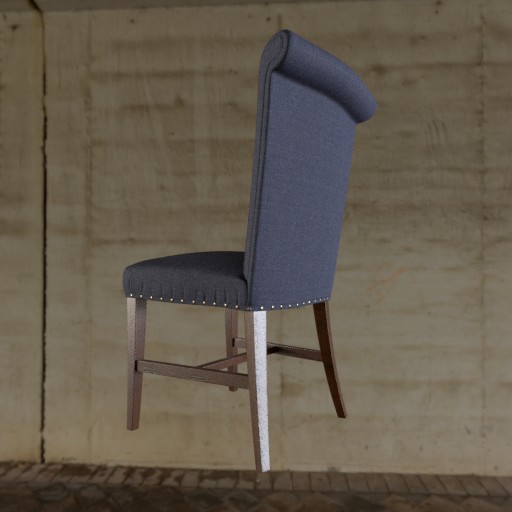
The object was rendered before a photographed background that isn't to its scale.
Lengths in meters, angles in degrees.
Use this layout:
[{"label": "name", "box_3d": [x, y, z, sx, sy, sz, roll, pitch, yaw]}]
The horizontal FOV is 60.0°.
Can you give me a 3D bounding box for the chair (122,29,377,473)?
[{"label": "chair", "box_3d": [0.000, 0.000, 1.304, 0.608, 0.988, 0.513, 0, -1, 36]}]
